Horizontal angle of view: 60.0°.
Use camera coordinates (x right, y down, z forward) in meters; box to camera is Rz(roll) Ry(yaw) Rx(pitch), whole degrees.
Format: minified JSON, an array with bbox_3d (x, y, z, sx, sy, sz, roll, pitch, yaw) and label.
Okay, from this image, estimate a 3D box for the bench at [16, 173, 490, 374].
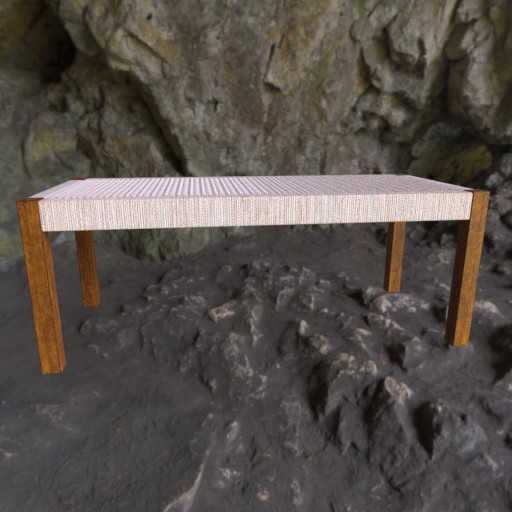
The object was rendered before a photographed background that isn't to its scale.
[{"bbox_3d":[0.000,0.000,1.414,1.198,0.457,0.507,-2,16,-7],"label":"bench"}]
